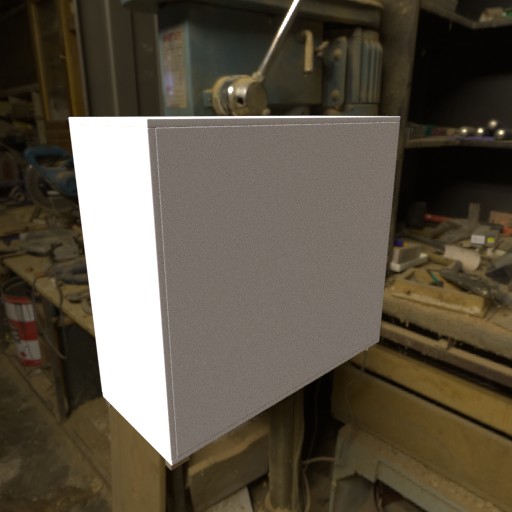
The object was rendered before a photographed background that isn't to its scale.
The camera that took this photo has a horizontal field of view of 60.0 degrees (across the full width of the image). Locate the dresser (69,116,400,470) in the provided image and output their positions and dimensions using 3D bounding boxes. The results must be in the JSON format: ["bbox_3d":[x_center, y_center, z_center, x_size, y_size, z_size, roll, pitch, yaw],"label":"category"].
[{"bbox_3d":[0.000,0.000,1.670,1.100,1.000,0.460,-16,24,-40],"label":"dresser"}]
